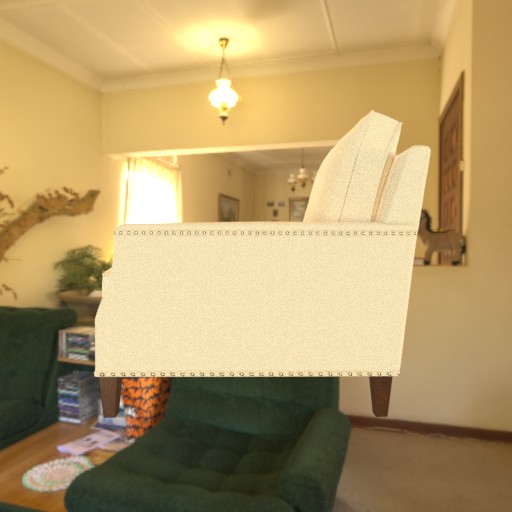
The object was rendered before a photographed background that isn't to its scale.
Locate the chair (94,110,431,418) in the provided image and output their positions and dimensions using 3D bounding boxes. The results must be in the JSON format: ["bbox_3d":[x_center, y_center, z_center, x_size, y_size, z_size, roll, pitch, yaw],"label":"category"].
[{"bbox_3d":[0.000,0.000,1.709,1.014,0.943,0.853,0,1,0],"label":"chair"}]
